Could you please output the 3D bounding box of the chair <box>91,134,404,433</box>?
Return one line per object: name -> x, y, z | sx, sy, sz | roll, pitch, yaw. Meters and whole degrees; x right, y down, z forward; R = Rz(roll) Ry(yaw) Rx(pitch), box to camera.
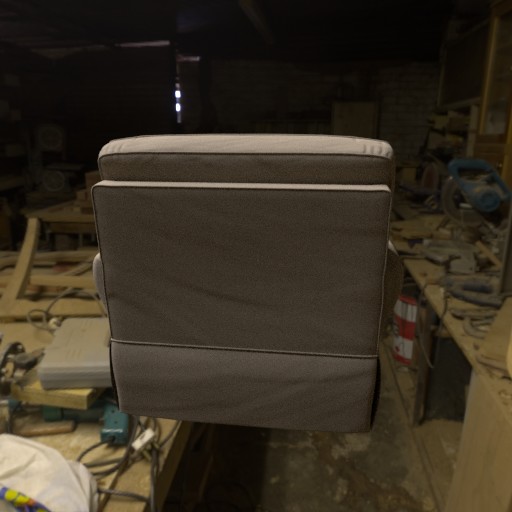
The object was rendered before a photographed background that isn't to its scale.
chair -> 0.000, 0.000, 1.900 | 1.135, 1.017, 0.988 | 2, 16, 7
